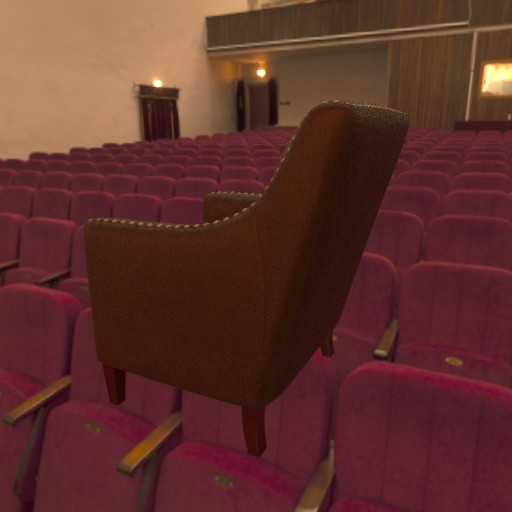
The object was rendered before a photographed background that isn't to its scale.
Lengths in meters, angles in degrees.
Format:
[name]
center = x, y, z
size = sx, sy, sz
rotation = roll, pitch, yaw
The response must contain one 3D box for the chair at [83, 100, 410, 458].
[chair]
center = 0.000, 0.000, 1.267
size = 0.704, 0.813, 0.639
rotation = 8, 18, 26
